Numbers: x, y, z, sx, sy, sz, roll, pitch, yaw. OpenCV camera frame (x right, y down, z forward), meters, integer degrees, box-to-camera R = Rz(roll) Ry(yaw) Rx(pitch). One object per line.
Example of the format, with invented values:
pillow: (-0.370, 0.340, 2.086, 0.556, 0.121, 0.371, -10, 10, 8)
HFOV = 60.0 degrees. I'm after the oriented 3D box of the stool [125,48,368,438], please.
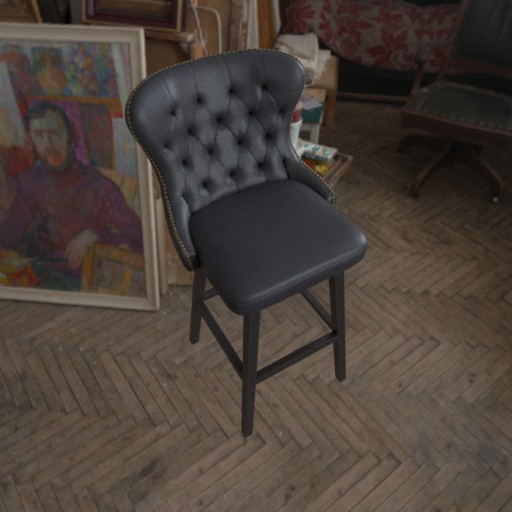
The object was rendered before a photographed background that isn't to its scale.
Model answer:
stool: (0.000, 0.000, 1.405, 0.528, 1.050, 0.601, -23, 51, -20)
